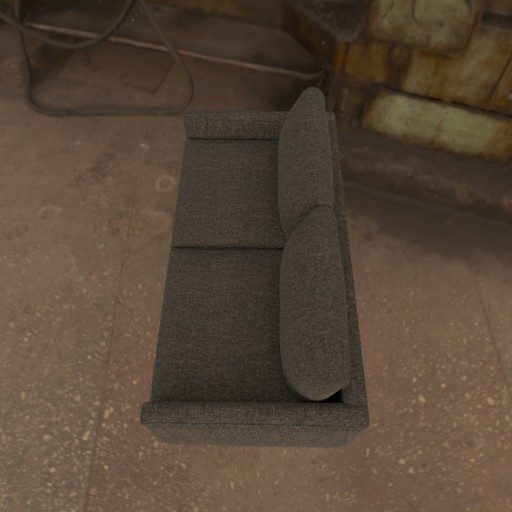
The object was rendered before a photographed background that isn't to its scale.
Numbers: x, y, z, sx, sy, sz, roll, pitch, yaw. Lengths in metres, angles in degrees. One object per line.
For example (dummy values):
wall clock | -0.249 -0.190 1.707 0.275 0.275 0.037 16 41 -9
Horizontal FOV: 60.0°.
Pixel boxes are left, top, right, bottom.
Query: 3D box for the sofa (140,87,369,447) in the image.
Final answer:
sofa | 0.000 0.000 2.218 0.866 0.862 1.716 1 59 0
